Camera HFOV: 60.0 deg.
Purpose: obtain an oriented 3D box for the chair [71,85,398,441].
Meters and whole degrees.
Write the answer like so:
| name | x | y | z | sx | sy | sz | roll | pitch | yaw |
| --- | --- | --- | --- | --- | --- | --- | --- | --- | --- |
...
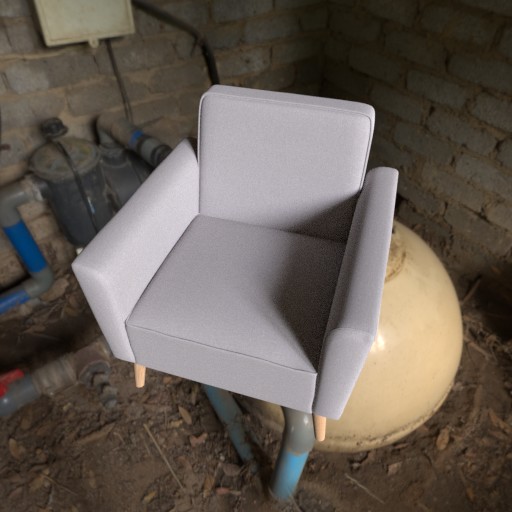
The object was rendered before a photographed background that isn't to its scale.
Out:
| name | x | y | z | sx | sy | sz | roll | pitch | yaw |
| --- | --- | --- | --- | --- | --- | --- | --- | --- | --- |
| chair | 0.000 | 0.000 | 1.426 | 0.780 | 0.780 | 0.750 | 12 | 44 | 13 |
